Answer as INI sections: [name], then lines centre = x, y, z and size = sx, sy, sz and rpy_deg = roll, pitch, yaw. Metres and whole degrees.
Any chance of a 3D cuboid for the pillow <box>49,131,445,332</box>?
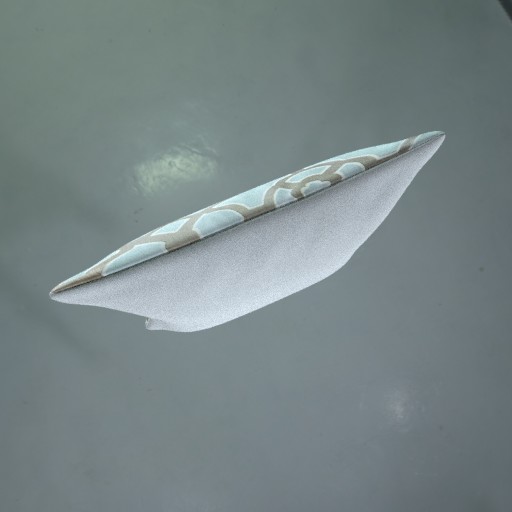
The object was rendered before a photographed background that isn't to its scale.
[pillow]
centre = 0.000, 0.000, 0.809
size = 0.552, 0.508, 0.166
rpy_deg = -23, 77, -6
